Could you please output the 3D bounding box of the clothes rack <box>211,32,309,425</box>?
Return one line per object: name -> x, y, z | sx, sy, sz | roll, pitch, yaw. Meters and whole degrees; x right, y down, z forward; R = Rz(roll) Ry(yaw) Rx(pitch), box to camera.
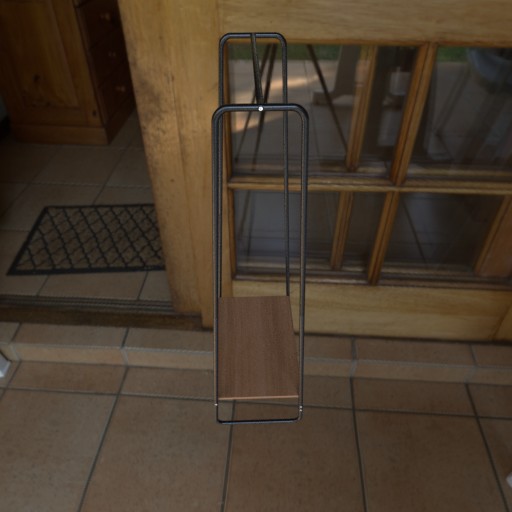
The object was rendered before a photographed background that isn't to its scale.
clothes rack -> 0.000, 0.000, 1.783 | 0.400, 1.500, 0.640 | -1, 41, -2
